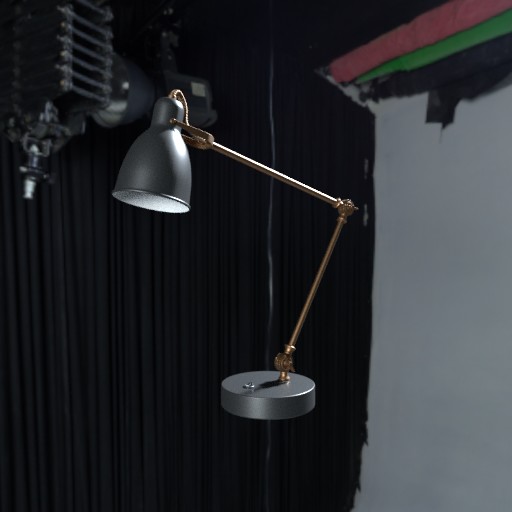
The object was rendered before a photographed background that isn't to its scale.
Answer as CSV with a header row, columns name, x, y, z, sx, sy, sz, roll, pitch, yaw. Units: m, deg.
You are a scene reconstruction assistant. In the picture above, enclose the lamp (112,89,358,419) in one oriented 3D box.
name,x,y,z,sx,sy,sz,roll,pitch,yaw
lamp,0.000,0.000,0.870,0.561,0.587,0.187,0,0,-36
